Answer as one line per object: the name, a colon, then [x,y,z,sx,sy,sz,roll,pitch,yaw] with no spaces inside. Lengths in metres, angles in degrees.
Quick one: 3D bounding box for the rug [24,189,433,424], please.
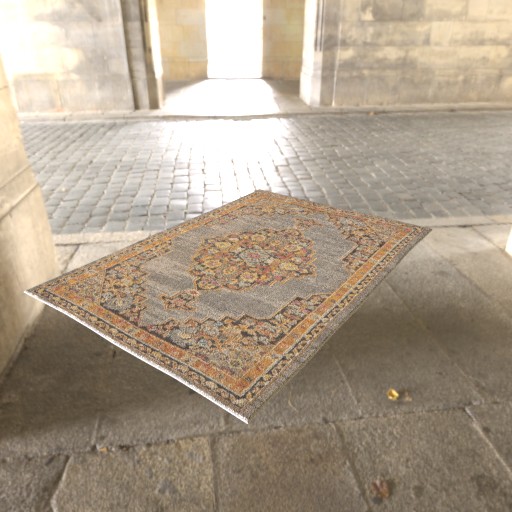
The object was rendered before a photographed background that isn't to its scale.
rug: [0.000,0.000,3.903,2.158,0.024,3.063,18,32,32]
